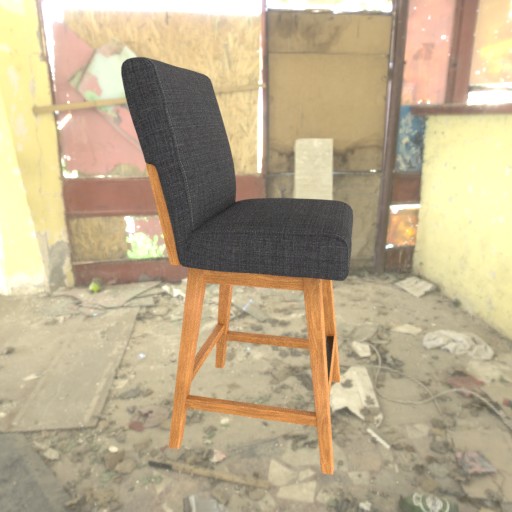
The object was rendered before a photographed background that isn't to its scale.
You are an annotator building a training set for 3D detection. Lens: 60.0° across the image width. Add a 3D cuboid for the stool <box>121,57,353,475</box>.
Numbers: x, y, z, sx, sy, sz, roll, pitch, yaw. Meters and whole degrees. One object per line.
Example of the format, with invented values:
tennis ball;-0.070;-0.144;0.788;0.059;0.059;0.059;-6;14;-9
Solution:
stool;0.000;0.000;1.258;0.526;1.010;0.459;4;18;12
